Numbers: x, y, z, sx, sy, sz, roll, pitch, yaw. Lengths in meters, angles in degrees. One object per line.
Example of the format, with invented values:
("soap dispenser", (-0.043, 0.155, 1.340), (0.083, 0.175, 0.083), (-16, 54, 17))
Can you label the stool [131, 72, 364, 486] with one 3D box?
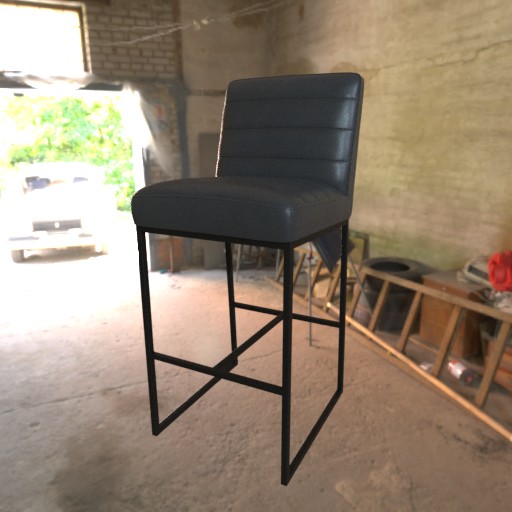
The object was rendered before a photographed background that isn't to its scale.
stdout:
("stool", (0.000, 0.000, 1.303), (0.457, 1.040, 0.552), (8, 17, 27))
